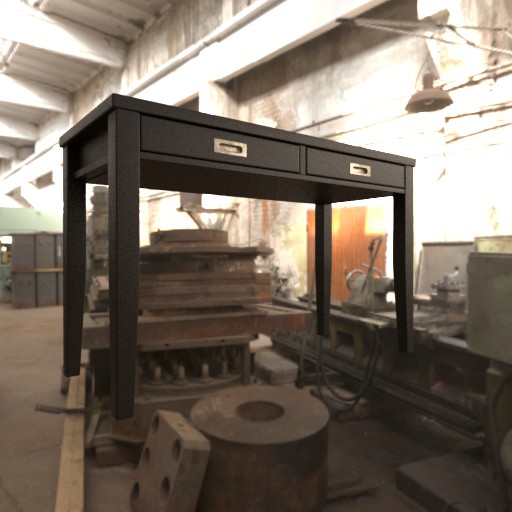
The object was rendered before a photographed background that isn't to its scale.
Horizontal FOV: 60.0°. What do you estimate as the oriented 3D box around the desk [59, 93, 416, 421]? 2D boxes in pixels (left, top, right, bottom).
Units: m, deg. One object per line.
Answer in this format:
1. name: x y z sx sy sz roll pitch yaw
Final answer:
1. desk: 0.000 0.000 1.606 1.220 0.775 0.508 0 1 -37
